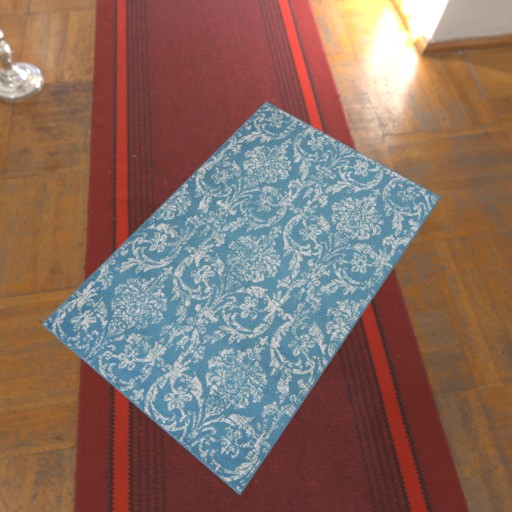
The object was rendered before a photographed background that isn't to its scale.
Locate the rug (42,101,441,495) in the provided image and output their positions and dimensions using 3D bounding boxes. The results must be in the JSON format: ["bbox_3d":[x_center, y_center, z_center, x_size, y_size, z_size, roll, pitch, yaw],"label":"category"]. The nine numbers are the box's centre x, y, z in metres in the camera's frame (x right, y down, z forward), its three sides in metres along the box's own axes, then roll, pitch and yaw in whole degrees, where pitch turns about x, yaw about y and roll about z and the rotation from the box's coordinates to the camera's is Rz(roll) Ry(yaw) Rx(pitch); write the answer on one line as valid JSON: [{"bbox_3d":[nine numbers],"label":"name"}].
[{"bbox_3d":[0.000,0.000,3.457,1.816,0.018,2.746,34,68,16],"label":"rug"}]
